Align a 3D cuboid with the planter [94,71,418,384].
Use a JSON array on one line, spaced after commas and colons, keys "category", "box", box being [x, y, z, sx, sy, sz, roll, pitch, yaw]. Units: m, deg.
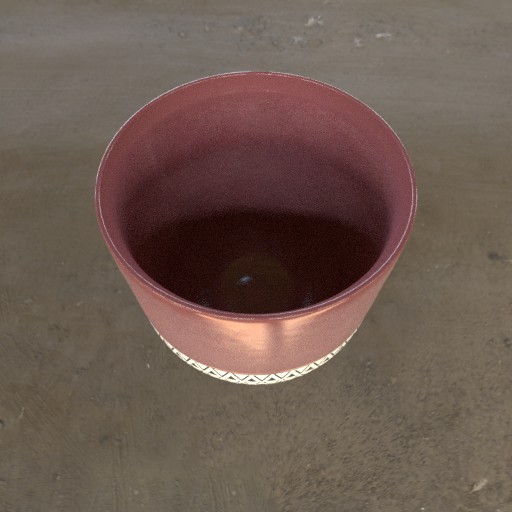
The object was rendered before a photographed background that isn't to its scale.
[{"category": "planter", "box": [0.000, 0.000, 0.484, 0.266, 0.270, 0.266, 0, 59, 0]}]
